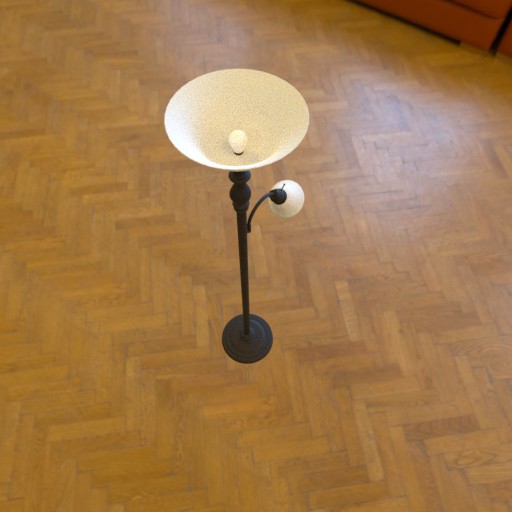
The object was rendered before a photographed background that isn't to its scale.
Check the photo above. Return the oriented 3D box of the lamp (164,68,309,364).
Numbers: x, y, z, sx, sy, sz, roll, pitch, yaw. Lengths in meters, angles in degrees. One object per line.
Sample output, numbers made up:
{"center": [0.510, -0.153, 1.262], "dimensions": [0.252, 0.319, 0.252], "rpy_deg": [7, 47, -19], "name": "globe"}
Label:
{"center": [0.000, 0.000, 2.051], "dimensions": [0.405, 1.793, 0.588], "rpy_deg": [32, 64, 18], "name": "lamp"}
